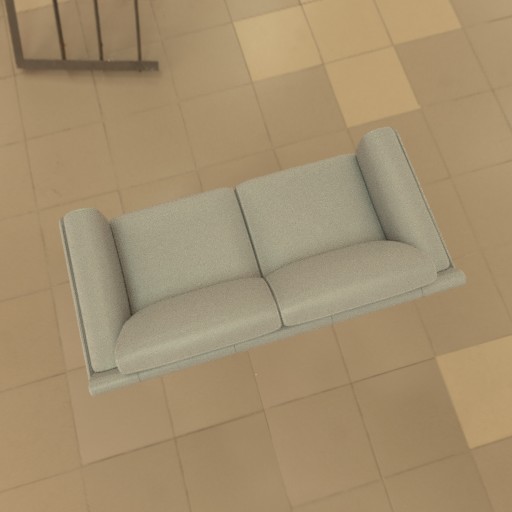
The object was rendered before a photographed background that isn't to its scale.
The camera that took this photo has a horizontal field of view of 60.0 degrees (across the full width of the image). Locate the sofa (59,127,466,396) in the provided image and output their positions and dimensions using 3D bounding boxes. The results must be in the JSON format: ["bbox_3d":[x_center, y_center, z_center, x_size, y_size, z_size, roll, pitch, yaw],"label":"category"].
[{"bbox_3d":[0.000,0.000,2.626,2.101,0.930,1.049,-16,76,-4],"label":"sofa"}]
